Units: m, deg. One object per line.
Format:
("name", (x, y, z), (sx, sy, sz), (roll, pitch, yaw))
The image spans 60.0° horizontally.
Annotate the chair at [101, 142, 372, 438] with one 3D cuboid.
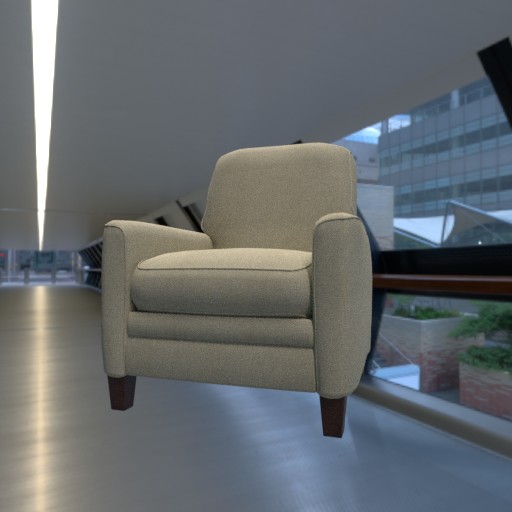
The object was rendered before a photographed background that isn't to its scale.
("chair", (0.000, 0.000, 1.689), (0.850, 1.006, 0.853), (0, -1, 18))
